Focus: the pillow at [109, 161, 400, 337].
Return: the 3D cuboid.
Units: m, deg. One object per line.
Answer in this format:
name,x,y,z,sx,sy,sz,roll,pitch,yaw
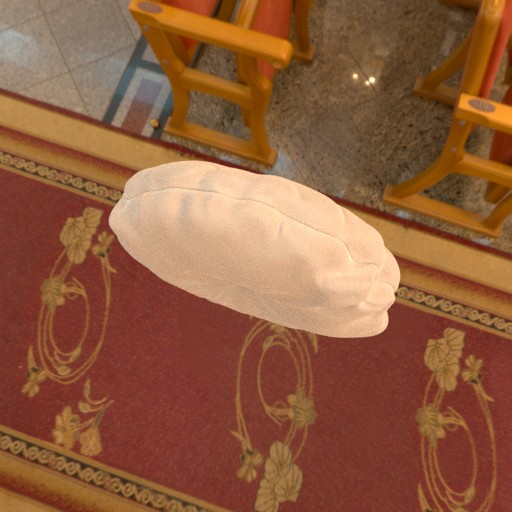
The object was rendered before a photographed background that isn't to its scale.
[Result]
pillow,0.000,0.000,0.658,0.428,0.407,0.148,19,76,5
